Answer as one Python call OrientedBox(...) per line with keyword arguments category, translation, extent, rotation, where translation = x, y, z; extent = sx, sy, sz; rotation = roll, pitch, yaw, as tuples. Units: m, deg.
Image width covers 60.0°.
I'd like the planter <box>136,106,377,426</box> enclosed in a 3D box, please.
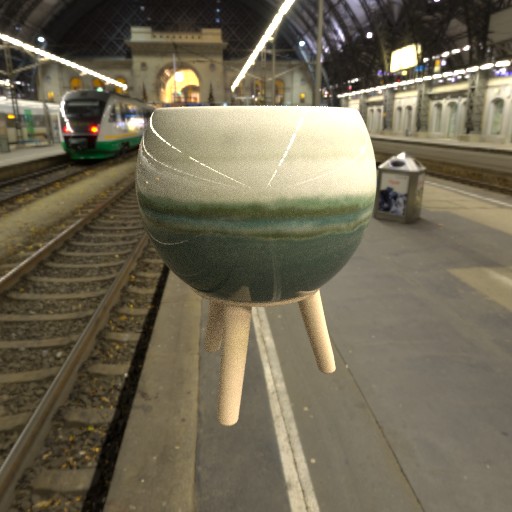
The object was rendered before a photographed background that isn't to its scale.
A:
OrientedBox(category="planter", translation=(0.000, 0.000, 0.442), extent=(0.222, 0.278, 0.222), rotation=(0, 17, 0))
